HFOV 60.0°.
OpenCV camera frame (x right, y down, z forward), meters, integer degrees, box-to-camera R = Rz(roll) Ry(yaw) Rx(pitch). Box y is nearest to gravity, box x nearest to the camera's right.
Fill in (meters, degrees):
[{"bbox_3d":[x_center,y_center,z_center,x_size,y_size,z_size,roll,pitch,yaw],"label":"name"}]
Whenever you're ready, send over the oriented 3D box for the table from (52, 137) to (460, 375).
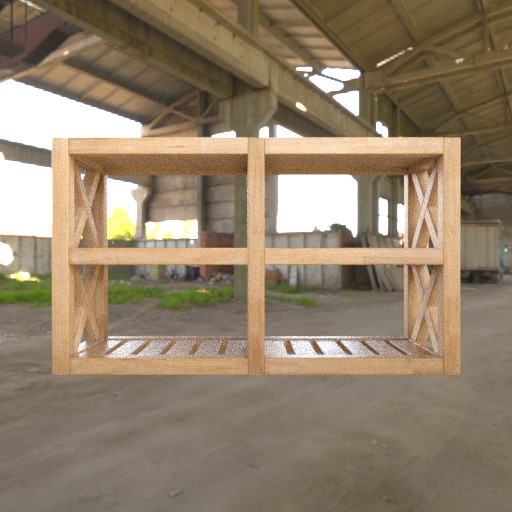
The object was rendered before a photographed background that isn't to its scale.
[{"bbox_3d":[0.000,0.000,1.608,1.320,0.762,0.381,0,0,0],"label":"table"}]
